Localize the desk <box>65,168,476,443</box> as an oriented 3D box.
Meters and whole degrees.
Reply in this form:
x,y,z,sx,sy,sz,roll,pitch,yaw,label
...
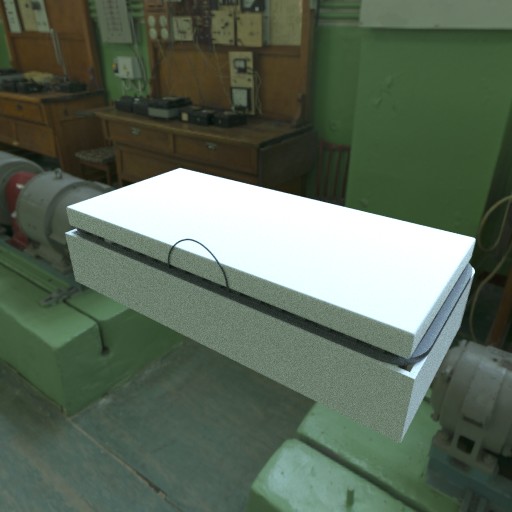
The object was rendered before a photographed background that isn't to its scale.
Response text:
x,y,z,sx,sy,sz,roll,pitch,yaw,label
0.000,0.000,2.251,1.900,0.526,0.900,19,33,31,desk
